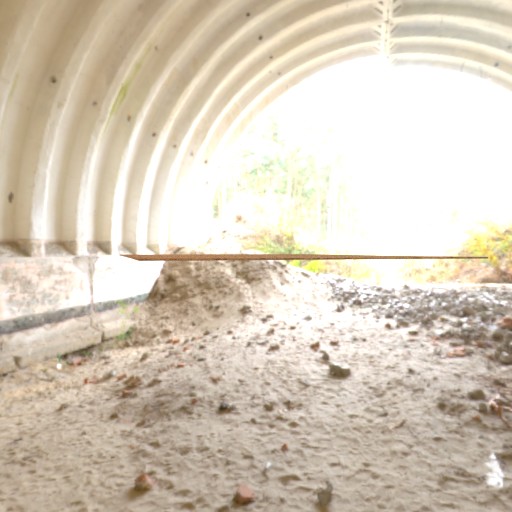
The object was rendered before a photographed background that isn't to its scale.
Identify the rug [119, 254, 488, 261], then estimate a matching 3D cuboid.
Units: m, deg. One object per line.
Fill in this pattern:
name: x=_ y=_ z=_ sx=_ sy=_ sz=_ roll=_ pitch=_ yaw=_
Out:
rug: x=0.000 y=0.000 z=4.301 sx=2.438 sy=0.012 sz=3.200 roll=0 pitch=1 yaw=-19
